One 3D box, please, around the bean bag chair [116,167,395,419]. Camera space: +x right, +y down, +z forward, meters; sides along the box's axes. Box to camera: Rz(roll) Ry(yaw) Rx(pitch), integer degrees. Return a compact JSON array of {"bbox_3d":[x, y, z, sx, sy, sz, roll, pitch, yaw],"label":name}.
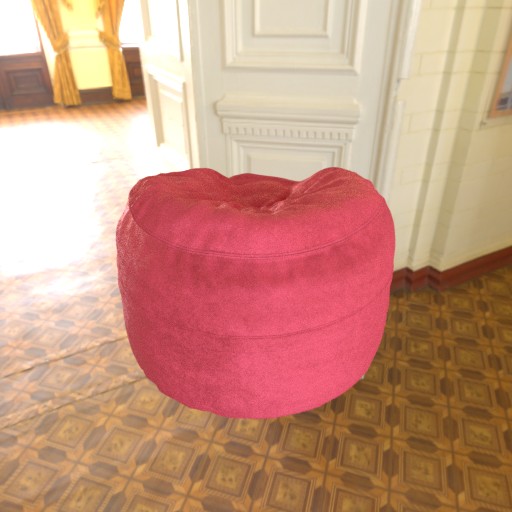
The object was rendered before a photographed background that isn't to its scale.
[{"bbox_3d":[0.000,0.000,2.008,1.218,0.788,1.218,0,31,0],"label":"bean bag chair"}]
